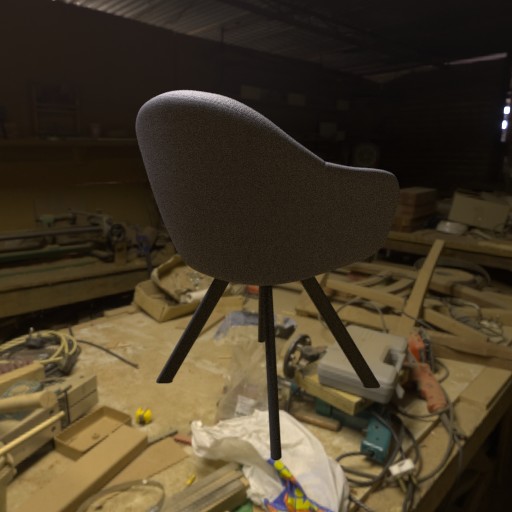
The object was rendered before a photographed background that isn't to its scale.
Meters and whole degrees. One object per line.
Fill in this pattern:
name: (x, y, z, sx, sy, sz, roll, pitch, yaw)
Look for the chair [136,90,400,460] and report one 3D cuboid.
chair: (0.000, 0.000, 1.185, 0.550, 0.795, 0.590, -14, 19, -43)
